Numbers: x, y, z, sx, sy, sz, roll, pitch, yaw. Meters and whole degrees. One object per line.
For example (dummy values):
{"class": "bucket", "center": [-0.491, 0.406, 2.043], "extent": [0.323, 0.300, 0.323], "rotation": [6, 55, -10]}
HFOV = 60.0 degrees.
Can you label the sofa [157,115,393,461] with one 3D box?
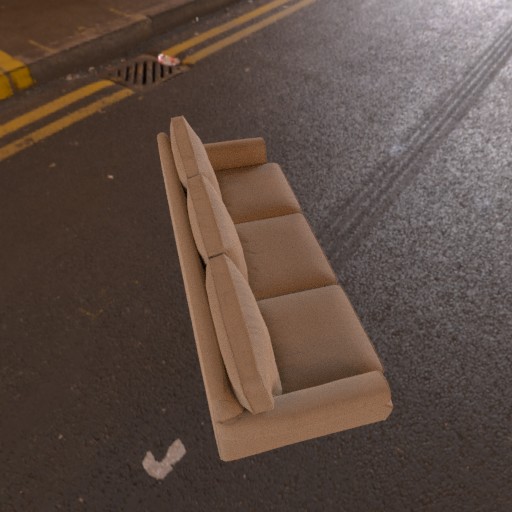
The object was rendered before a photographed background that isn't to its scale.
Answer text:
{"class": "sofa", "center": [0.000, 0.000, 2.876], "extent": [0.966, 0.948, 2.354], "rotation": [-11, 47, -10]}
